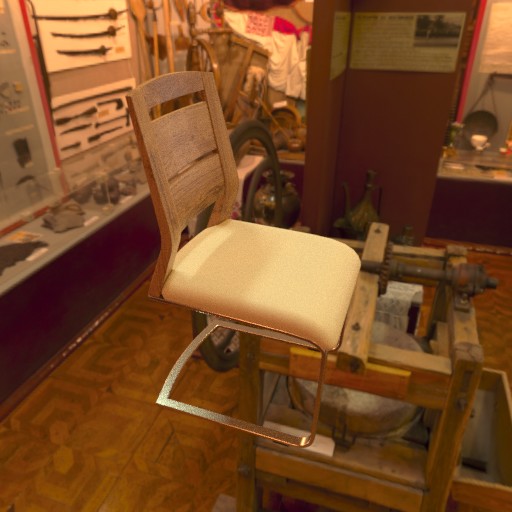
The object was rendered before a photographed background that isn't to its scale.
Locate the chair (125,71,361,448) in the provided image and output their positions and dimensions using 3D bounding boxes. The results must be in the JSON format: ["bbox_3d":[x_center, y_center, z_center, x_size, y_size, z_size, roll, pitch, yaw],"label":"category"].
[{"bbox_3d":[0.000,0.000,1.275,0.561,0.955,0.457,10,31,17],"label":"chair"}]
